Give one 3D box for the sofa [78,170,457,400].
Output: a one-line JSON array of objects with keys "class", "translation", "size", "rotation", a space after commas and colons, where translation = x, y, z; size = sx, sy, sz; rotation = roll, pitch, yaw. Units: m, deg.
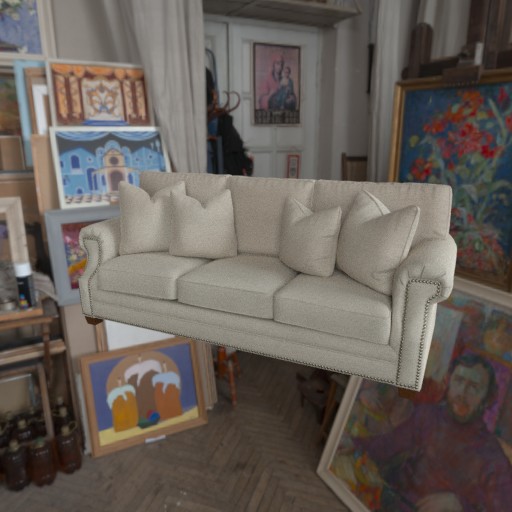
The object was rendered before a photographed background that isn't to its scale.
[{"class": "sofa", "translation": [0.000, 0.000, 2.816], "size": [2.312, 0.975, 0.965], "rotation": [7, 17, 24]}]
